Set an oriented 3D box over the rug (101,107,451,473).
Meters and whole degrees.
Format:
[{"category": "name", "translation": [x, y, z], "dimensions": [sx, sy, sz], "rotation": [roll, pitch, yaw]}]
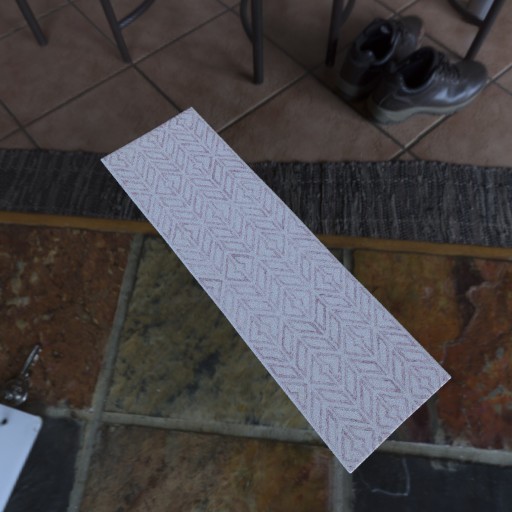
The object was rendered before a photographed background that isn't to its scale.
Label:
[{"category": "rug", "translation": [0.000, 0.000, 2.689], "dimensions": [0.750, 0.009, 2.435], "rotation": [-36, 70, -15]}]
